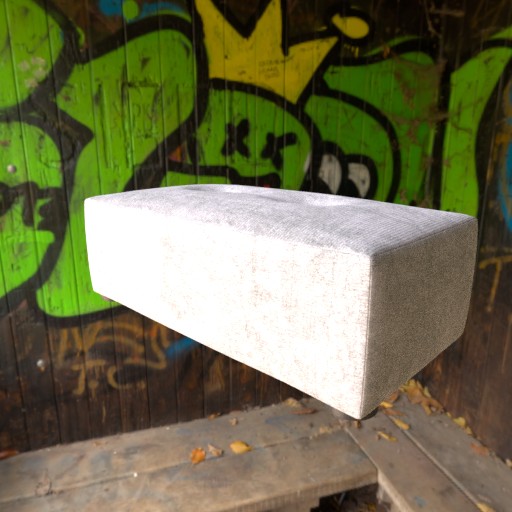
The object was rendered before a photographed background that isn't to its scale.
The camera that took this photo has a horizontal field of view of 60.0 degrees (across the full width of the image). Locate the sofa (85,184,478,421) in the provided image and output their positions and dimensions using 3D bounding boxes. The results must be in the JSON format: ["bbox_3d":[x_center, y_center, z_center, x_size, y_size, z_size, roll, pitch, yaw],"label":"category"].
[{"bbox_3d":[0.000,0.000,1.140,0.930,0.330,0.480,14,20,42],"label":"sofa"}]
